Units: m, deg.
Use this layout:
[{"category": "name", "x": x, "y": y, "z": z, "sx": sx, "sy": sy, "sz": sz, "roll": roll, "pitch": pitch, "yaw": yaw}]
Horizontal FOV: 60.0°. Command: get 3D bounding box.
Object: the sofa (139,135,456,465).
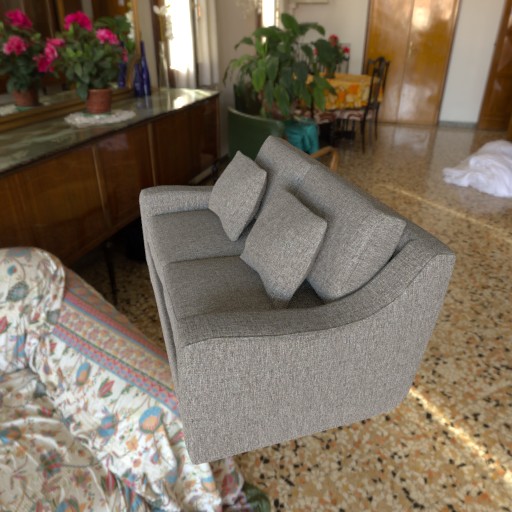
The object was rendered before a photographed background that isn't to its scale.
[{"category": "sofa", "x": 0.000, "y": 0.000, "z": 2.447, "sx": 1.120, "sy": 0.991, "sz": 1.778, "roll": -8, "pitch": 29, "yaw": -15}]
